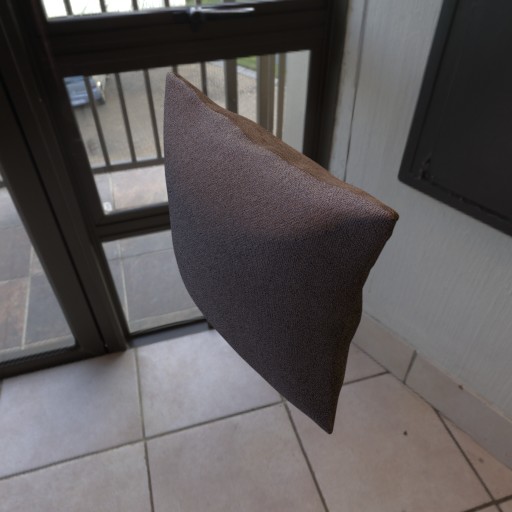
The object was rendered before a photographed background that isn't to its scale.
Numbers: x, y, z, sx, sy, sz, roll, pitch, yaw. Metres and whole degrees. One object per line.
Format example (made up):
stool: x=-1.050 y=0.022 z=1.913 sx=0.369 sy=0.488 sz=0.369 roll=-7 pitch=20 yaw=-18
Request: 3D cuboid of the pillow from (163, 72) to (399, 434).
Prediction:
pillow: x=0.000 y=0.000 z=0.682 sx=0.204 sy=0.439 sz=0.452 roll=-25 pitch=48 yaw=-25
